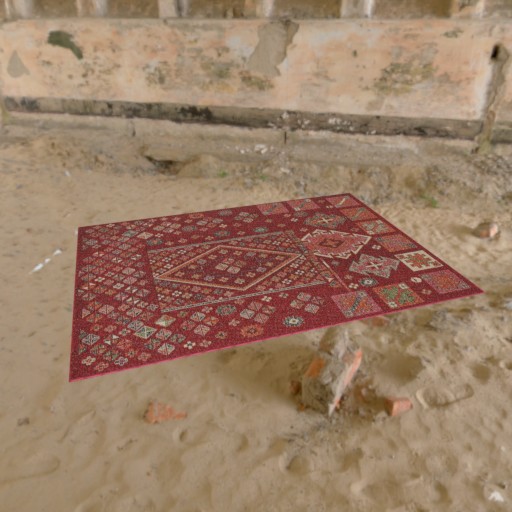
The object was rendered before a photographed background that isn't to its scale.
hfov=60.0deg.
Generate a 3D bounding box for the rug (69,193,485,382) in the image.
[{"bbox_3d":[0.000,0.000,4.282,3.306,0.011,2.389,-9,31,-16],"label":"rug"}]
